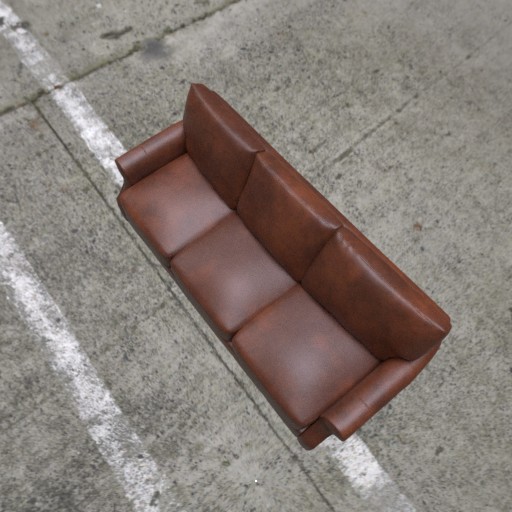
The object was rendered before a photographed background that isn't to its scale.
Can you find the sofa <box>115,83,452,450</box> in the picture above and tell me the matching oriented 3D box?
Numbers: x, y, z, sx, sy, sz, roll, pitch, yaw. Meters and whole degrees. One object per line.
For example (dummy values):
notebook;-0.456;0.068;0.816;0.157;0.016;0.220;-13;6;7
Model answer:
sofa;0.000;0.000;2.883;0.973;0.977;2.351;-35;68;-16
